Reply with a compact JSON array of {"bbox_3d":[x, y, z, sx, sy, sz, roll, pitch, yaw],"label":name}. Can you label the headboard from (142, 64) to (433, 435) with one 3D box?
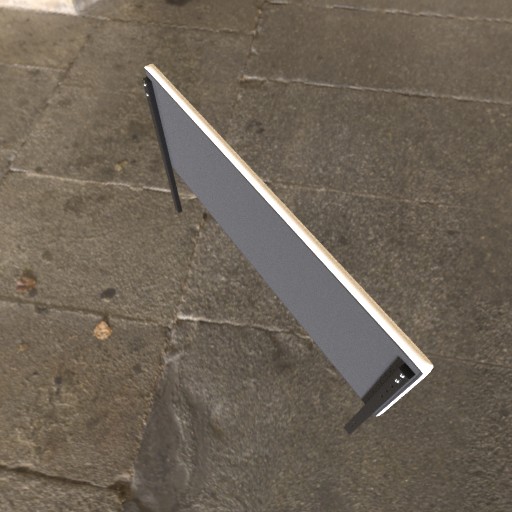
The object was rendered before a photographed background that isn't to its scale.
[{"bbox_3d":[0.000,0.000,2.855,0.120,1.410,2.362,-31,64,-17],"label":"headboard"}]
